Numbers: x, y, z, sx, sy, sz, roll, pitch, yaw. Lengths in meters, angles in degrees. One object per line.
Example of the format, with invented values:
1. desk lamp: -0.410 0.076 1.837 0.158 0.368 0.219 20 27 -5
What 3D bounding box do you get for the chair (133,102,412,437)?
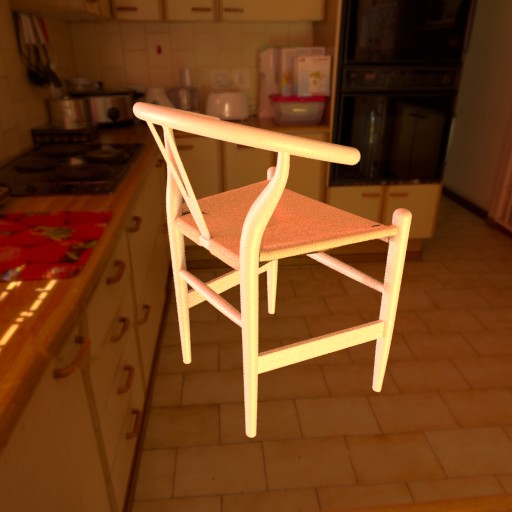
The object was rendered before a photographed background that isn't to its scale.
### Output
1. chair: 0.000 0.000 1.089 0.500 0.736 0.533 -17 30 -31
